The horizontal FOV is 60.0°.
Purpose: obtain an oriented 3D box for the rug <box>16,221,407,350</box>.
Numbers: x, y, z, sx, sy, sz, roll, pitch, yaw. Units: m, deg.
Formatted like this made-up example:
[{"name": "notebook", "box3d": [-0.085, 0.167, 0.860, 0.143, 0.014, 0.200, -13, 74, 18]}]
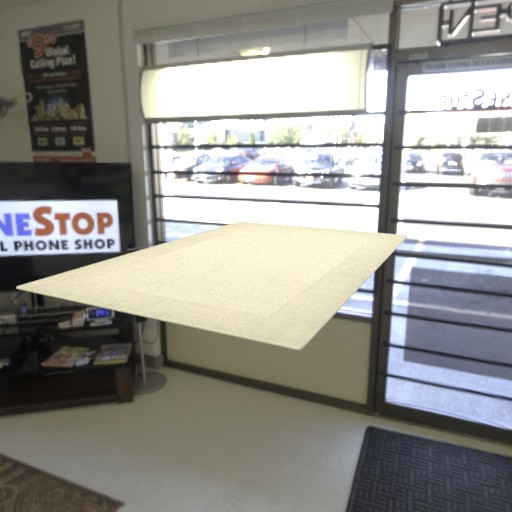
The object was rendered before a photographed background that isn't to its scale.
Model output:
[{"name": "rug", "box3d": [0.000, 0.000, 2.285, 1.219, 0.013, 1.829, 7, 15, 26]}]
